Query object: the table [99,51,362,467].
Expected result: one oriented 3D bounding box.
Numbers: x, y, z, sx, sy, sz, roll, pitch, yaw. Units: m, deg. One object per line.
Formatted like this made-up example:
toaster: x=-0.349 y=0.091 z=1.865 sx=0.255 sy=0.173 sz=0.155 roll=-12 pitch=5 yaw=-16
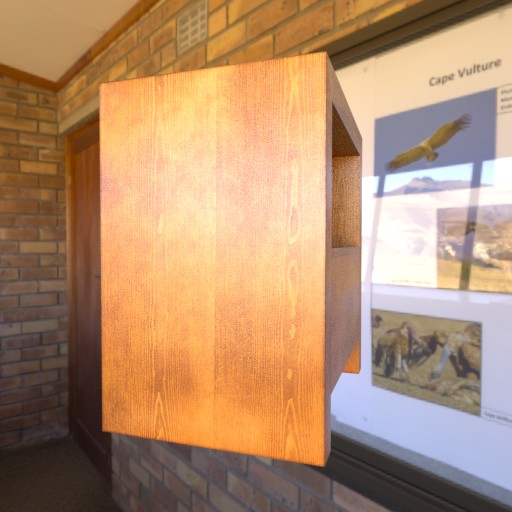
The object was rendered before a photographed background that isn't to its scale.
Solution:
table: x=0.000 y=0.000 z=0.969 sx=0.400 sy=0.605 sz=0.550 roll=0 pitch=2 yaw=19
